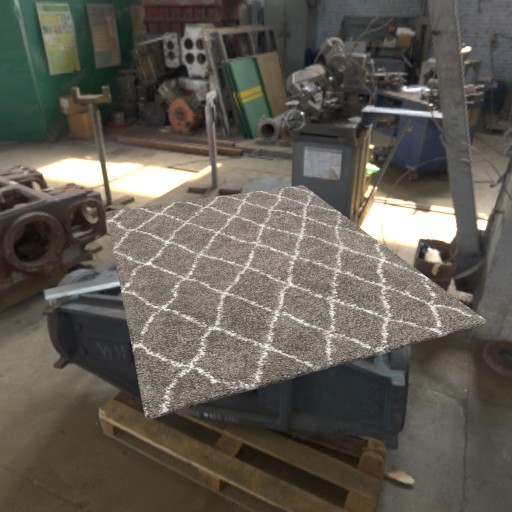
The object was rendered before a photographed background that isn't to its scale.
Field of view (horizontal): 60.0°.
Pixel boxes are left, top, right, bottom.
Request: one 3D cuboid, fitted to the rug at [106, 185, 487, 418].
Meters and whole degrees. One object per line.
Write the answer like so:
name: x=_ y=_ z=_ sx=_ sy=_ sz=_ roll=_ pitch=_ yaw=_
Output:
rug: x=0.000 y=0.000 z=4.059 sx=2.438 sy=0.029 sz=3.047 roll=-10 pitch=31 yaw=-18
